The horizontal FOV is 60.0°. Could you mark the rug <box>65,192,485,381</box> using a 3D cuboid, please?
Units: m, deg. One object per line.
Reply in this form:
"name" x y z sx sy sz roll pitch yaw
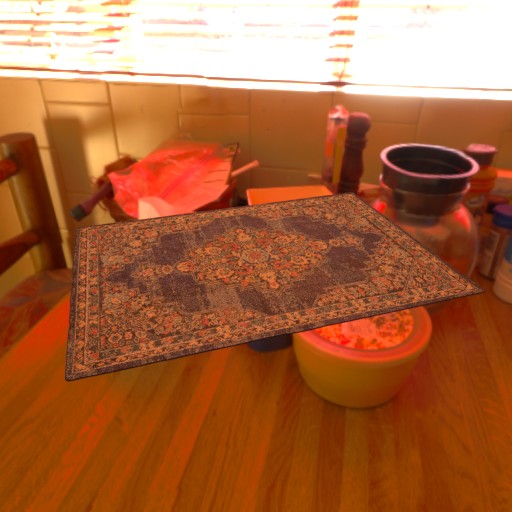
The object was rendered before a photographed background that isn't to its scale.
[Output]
"rug" 0.000 0.000 3.740 2.940 0.011 2.053 -9 31 -15
